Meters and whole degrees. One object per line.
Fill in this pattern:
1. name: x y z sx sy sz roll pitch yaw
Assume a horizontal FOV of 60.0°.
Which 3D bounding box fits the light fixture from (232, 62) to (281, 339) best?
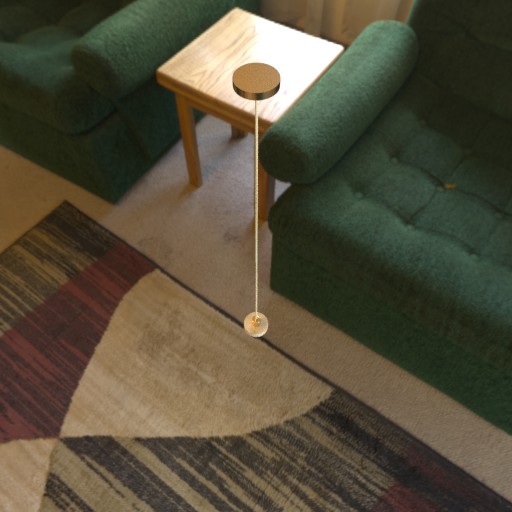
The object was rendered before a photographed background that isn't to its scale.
1. light fixture: 0.000 0.000 1.808 0.129 1.669 0.129 15 59 9
